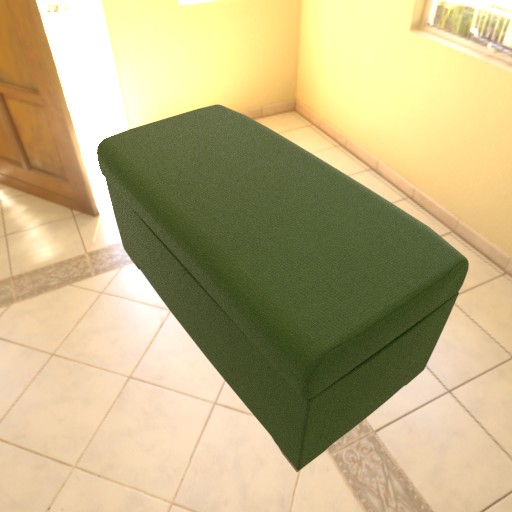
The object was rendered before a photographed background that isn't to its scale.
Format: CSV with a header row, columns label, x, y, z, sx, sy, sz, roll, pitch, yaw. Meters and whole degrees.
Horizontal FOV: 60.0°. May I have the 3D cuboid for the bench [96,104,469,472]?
label,x,y,z,sx,sy,sz,roll,pitch,yaw
bench,0.000,0.000,1.278,0.505,0.501,0.989,-27,49,-26
